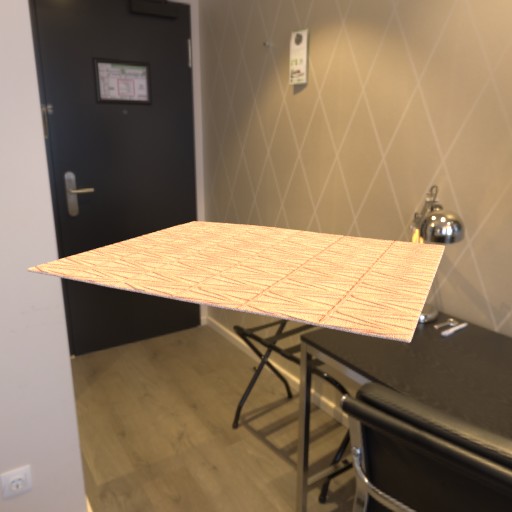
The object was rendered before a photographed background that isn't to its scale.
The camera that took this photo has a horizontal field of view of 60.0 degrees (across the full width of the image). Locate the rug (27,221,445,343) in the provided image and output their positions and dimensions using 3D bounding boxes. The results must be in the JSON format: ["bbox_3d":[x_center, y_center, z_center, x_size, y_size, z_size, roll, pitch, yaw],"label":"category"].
[{"bbox_3d":[0.000,0.000,4.064,3.052,0.043,2.453,7,16,26],"label":"rug"}]
